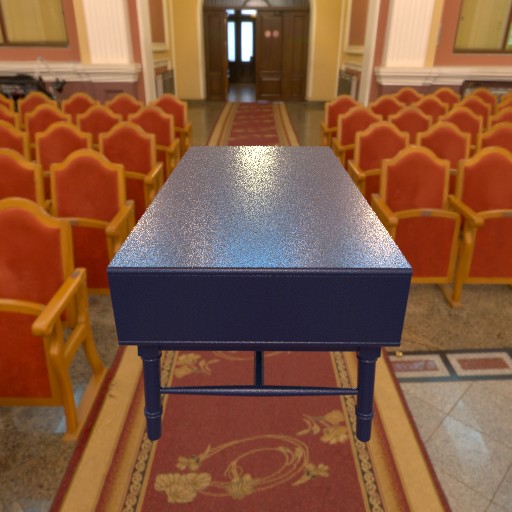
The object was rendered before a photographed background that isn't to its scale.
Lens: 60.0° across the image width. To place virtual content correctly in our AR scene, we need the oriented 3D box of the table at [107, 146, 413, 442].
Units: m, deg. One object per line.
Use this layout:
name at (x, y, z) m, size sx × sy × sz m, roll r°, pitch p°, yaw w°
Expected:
table at (0.000, 0.000, 1.373) m, size 0.572 × 0.457 × 1.067 m, roll 0°, pitch 25°, yaw 0°
